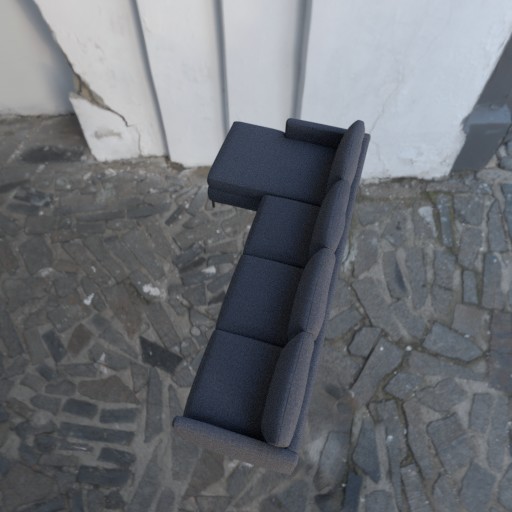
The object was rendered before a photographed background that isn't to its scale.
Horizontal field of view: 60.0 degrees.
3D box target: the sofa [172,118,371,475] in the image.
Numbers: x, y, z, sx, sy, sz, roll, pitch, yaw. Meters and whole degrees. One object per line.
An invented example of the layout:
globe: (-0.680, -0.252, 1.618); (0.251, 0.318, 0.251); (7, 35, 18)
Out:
sofa: (0.000, 0.000, 2.982); (1.125, 0.673, 2.445); (14, 59, 9)
